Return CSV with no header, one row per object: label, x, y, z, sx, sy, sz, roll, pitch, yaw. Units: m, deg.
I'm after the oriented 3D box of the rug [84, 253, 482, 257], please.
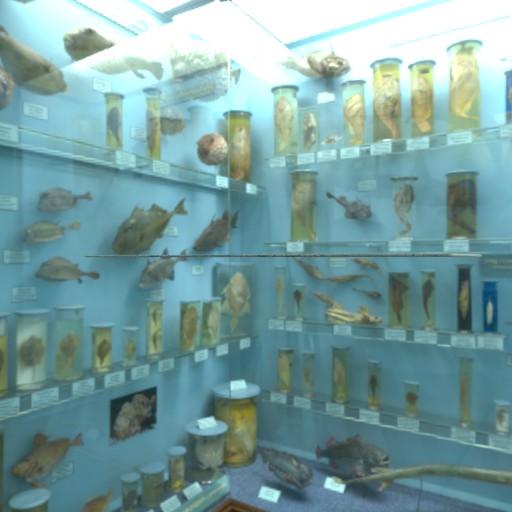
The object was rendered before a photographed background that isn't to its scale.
rug,0.000,0.000,2.786,2.452,0.012,0.775,0,0,35
